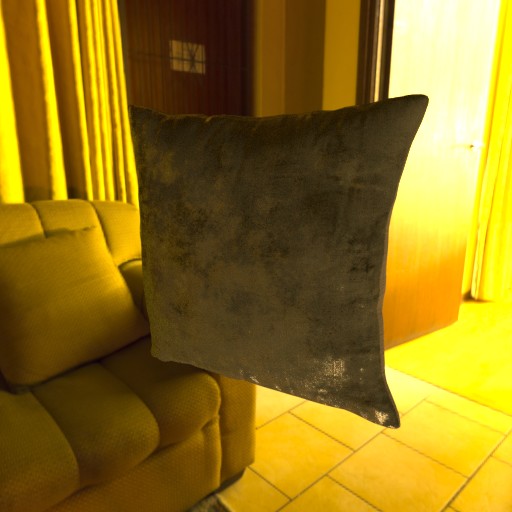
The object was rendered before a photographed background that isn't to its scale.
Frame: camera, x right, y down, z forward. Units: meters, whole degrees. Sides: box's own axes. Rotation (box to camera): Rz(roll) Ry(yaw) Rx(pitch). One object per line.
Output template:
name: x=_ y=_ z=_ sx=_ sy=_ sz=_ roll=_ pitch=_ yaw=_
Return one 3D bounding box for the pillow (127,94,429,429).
pillow: x=0.000 y=0.000 z=0.690 sx=0.470 sy=0.464 sz=0.175 roll=7 pitch=16 yaw=27
